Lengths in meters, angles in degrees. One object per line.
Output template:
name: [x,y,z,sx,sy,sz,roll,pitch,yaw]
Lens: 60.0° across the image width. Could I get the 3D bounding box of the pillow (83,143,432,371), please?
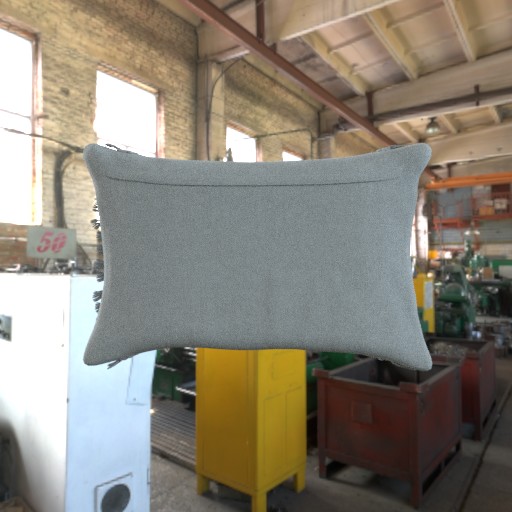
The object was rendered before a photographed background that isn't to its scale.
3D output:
pillow: [0.000,0.000,0.590,0.466,0.305,0.084,0,-2,1]
